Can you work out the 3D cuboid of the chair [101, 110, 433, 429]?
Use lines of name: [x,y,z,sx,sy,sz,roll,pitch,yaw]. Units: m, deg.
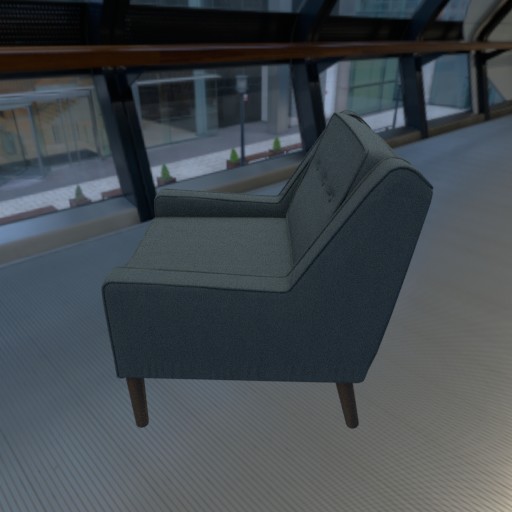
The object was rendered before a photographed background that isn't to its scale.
chair: [0.000,0.000,1.340,0.733,0.780,0.663,0,28,0]
